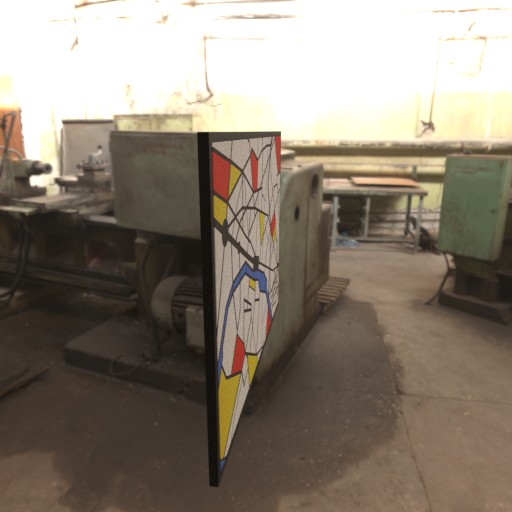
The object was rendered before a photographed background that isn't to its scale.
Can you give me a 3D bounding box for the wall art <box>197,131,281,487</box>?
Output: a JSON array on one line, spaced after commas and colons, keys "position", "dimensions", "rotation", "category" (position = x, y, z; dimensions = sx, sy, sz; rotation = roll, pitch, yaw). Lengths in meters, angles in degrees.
[{"position": [0.000, 0.000, 0.847], "dimensions": [0.013, 0.458, 0.664], "rotation": [3, 16, 9], "category": "wall art"}]
